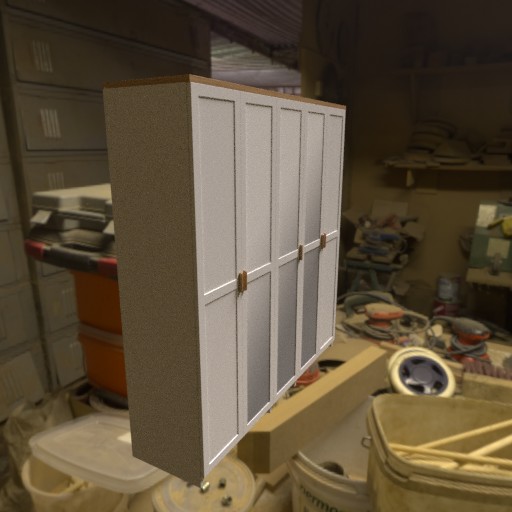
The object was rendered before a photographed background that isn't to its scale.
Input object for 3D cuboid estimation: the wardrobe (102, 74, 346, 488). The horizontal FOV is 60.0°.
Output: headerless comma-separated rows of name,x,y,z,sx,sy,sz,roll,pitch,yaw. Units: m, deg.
wardrobe,0.000,0.000,3.338,0.590,2.260,2.160,8,17,29
